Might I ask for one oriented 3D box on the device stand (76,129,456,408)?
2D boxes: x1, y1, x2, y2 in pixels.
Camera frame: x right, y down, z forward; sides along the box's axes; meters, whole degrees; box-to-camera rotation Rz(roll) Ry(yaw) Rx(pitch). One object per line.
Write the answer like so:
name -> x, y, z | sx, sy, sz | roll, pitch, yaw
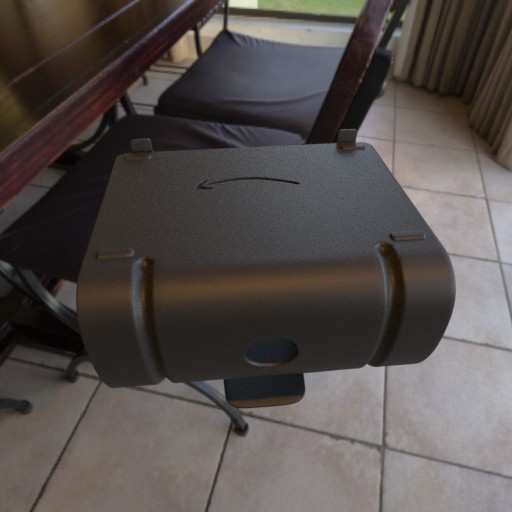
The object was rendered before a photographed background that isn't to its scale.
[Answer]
device stand -> 0.000, 0.000, 0.398 | 0.256, 0.155, 0.236 | -4, 45, -4
